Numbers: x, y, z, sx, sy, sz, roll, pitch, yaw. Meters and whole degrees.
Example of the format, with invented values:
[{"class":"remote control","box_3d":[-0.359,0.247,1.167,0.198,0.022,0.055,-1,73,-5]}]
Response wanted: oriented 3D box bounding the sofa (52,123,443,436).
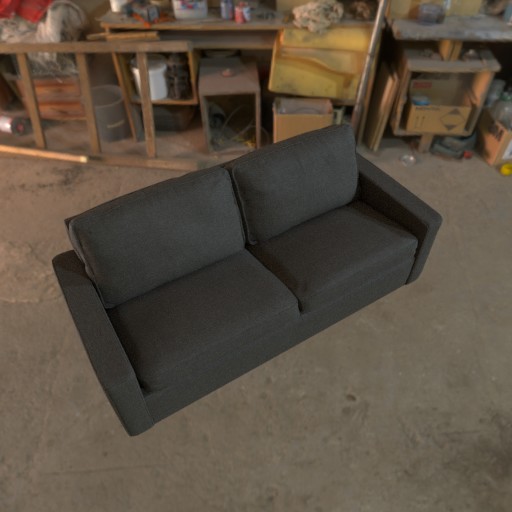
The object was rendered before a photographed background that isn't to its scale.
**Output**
[{"class":"sofa","box_3d":[0.000,0.000,2.588,2.080,0.919,0.940,-24,52,-21]}]
